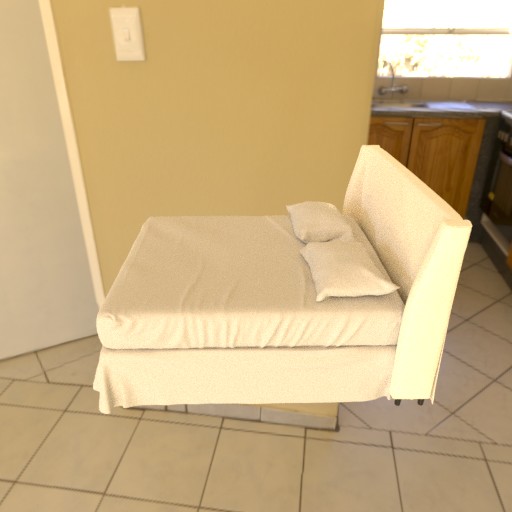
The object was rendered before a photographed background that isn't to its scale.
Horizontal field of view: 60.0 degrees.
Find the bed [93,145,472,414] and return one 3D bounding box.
[{"bbox_3d":[0.000,0.000,3.445,2.276,1.332,1.925,-1,27,-1],"label":"bed"}]
